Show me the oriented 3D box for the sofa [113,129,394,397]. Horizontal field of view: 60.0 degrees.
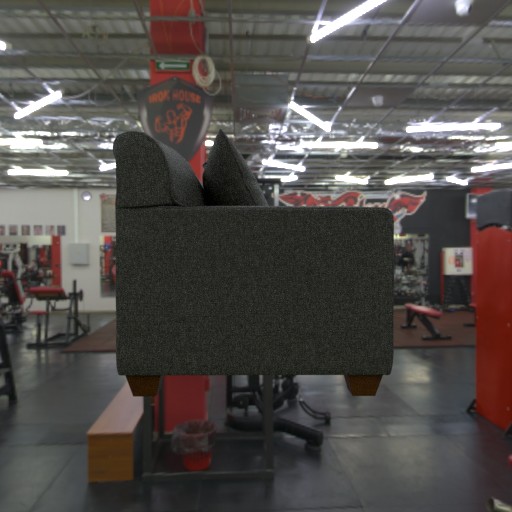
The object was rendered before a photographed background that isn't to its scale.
[{"bbox_3d":[0.000,0.000,2.412,0.998,0.958,1.846,0,1,0],"label":"sofa"}]
